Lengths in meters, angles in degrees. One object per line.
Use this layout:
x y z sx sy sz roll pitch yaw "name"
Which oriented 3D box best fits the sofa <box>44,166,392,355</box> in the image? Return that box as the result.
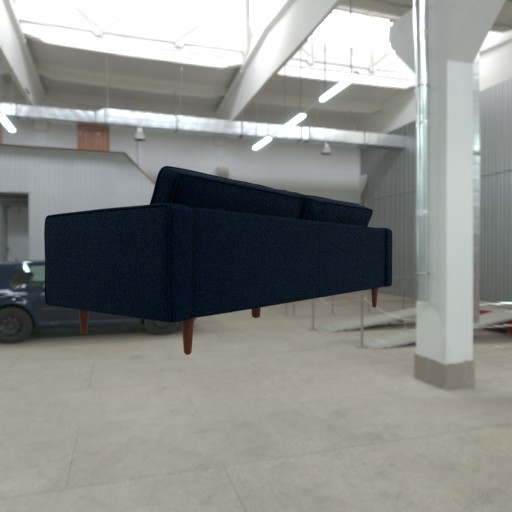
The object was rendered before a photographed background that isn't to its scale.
0.000 0.000 2.723 0.914 0.762 2.210 0 1 37 "sofa"
